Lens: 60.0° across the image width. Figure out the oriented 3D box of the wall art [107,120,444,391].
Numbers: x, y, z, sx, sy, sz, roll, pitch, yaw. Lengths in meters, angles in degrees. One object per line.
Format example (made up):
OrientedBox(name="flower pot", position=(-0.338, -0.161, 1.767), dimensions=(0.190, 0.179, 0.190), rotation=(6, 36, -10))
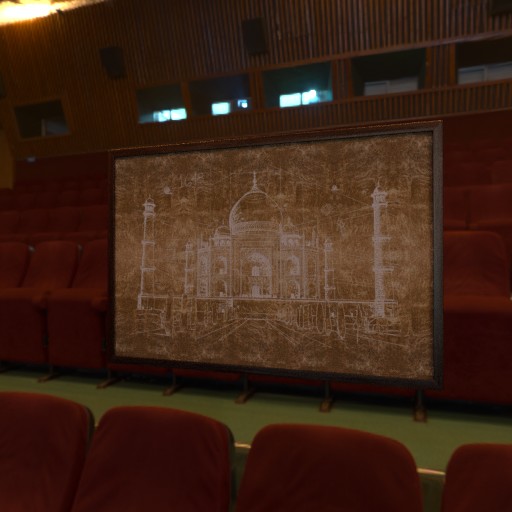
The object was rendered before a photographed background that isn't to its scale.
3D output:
OrientedBox(name="wall art", position=(0.000, 0.000, 1.046), dimensions=(0.816, 0.559, 0.014), rotation=(0, -1, 18))
